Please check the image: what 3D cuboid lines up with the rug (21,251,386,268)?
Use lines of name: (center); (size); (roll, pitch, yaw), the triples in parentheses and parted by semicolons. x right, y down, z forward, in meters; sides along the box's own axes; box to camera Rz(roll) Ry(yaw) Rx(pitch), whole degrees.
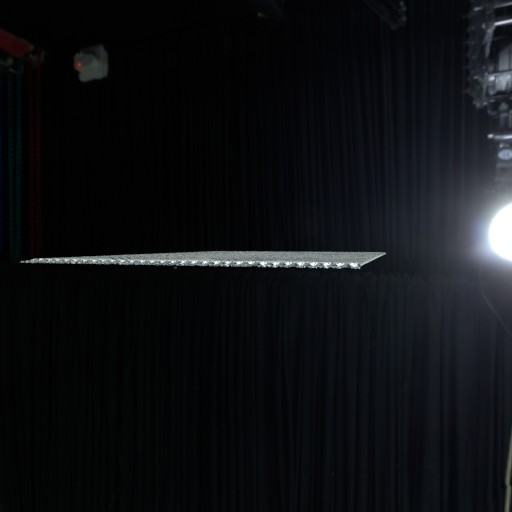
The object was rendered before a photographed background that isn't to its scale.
rug: (0.000, 0.000, 2.300); (1.230, 0.014, 1.847); (1, 2, 19)
